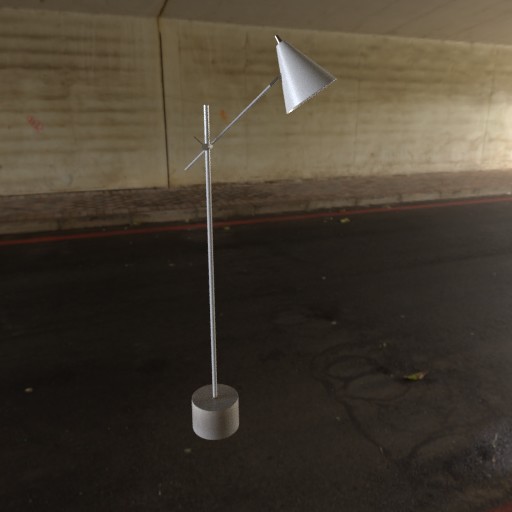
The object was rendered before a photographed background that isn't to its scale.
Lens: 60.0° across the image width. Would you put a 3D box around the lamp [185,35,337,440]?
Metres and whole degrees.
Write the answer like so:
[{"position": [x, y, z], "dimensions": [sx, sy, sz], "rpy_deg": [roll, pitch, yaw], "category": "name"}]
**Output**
[{"position": [0.000, 0.000, 1.578], "dimensions": [0.508, 1.430, 0.223], "rpy_deg": [3, 17, 10], "category": "lamp"}]
